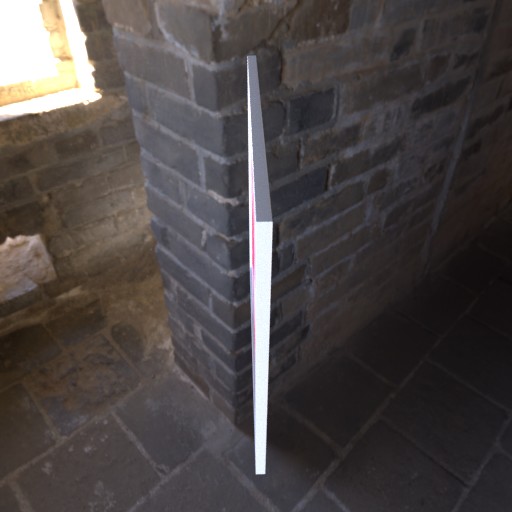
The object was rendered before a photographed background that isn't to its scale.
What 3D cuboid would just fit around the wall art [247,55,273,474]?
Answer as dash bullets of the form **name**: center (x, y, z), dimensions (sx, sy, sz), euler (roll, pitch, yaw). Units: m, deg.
- **wall art**: center (0.000, 0.000, 0.989), dimensions (0.020, 0.661, 0.664), euler (-1, 40, -1)
